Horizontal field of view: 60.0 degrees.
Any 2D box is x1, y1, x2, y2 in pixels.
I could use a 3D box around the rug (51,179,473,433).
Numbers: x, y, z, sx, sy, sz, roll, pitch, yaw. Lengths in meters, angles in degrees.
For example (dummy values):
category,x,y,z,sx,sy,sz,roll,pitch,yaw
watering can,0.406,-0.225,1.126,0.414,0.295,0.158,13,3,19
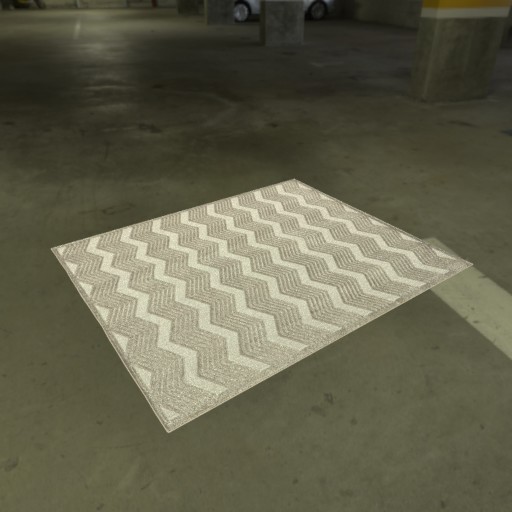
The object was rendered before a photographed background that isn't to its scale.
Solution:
category,x,y,z,sx,sy,sz,roll,pitch,yaw
rug,0.000,0.000,3.915,2.880,0.005,2.391,-21,37,-30
